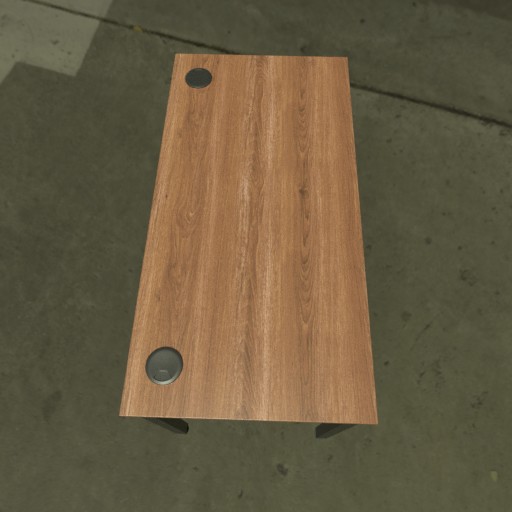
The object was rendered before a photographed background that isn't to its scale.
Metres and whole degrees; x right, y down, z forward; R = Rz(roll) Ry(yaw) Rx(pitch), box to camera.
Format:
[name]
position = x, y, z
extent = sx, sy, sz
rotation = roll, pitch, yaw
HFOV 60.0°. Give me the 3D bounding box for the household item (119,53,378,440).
[household item]
position = 0.000, 0.000, 1.619
extent = 0.600, 0.750, 1.200
rotation = 2, 64, 1
